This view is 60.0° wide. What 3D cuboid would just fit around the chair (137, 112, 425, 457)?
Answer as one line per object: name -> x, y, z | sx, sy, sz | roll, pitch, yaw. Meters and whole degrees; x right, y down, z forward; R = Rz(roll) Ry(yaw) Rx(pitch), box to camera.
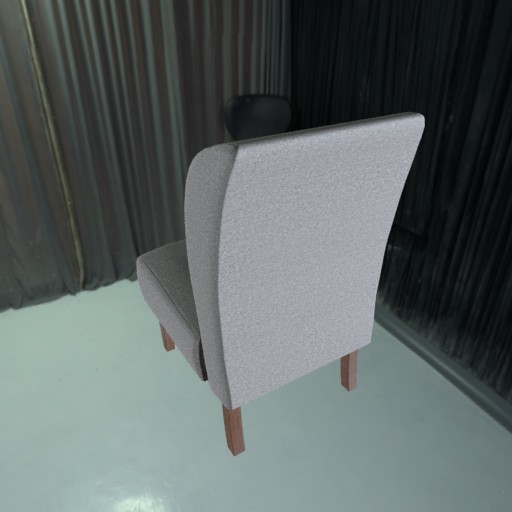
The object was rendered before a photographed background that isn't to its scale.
chair -> 0.000, 0.000, 1.186 | 0.513, 0.804, 0.592 | -18, 35, -28
